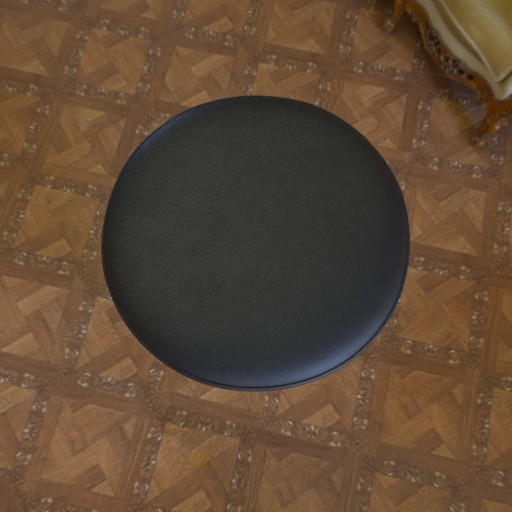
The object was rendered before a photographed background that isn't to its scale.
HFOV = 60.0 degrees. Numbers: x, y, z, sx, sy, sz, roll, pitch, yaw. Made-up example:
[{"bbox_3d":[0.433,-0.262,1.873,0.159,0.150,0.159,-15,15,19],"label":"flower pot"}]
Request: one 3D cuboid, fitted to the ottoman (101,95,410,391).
[{"bbox_3d":[0.000,0.000,0.875,0.501,0.409,0.501,0,76,0],"label":"ottoman"}]
